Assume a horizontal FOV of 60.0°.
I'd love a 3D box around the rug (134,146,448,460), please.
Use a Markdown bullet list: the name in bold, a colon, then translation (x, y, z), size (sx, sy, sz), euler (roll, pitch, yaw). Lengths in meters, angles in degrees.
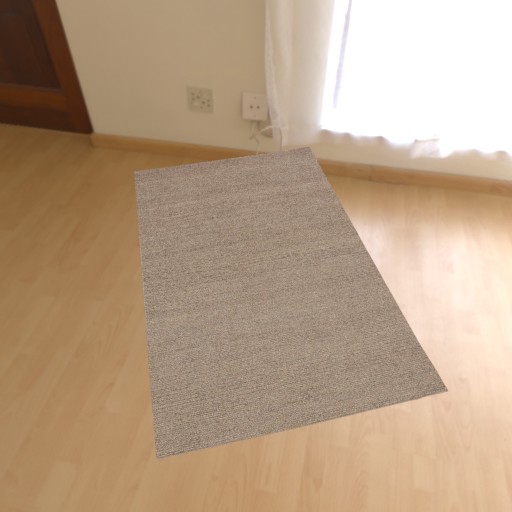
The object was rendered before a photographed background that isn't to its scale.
- **rug**: translation (0.000, 0.000, 2.265), size (1.154, 0.021, 1.792), euler (-10, 47, -9)
